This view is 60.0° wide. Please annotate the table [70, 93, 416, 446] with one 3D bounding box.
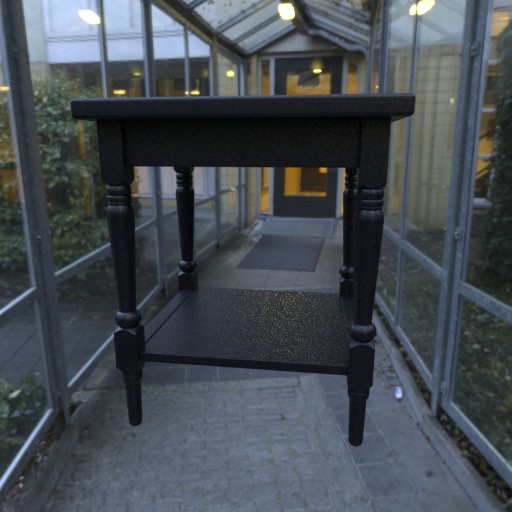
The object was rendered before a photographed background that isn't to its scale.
[{"bbox_3d":[0.000,0.000,0.894,0.488,0.565,0.442,2,14,8],"label":"table"}]
